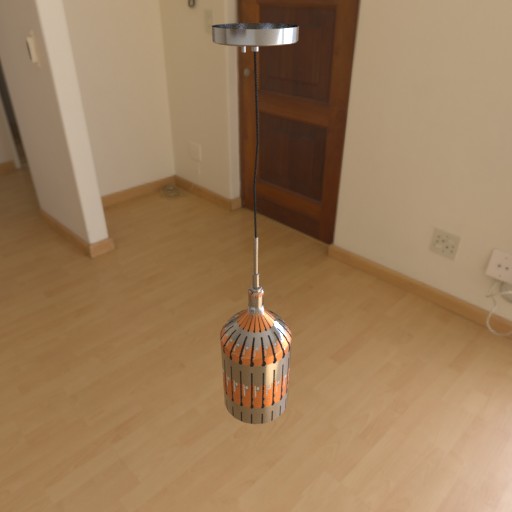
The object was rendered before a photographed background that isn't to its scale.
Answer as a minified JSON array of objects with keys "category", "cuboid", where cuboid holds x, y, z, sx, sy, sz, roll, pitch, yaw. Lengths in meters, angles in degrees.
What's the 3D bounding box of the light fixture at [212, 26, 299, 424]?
[{"category":"light fixture","cuboid":[0.000,0.000,1.662,0.303,1.535,0.303,0,31,0]}]
